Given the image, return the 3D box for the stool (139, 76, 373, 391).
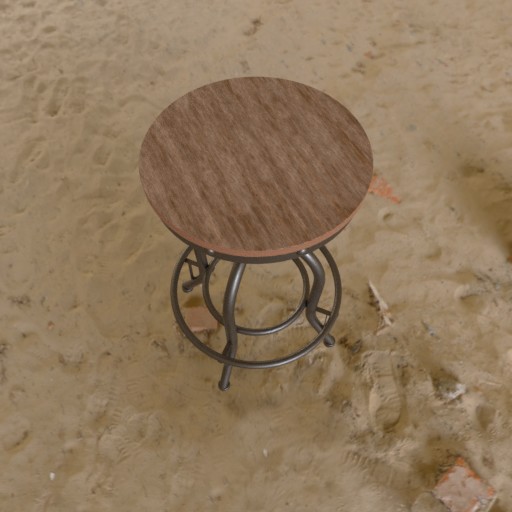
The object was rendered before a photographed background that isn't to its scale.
[{"bbox_3d":[0.000,0.000,0.925,0.439,0.609,0.439,20,61,11],"label":"stool"}]
